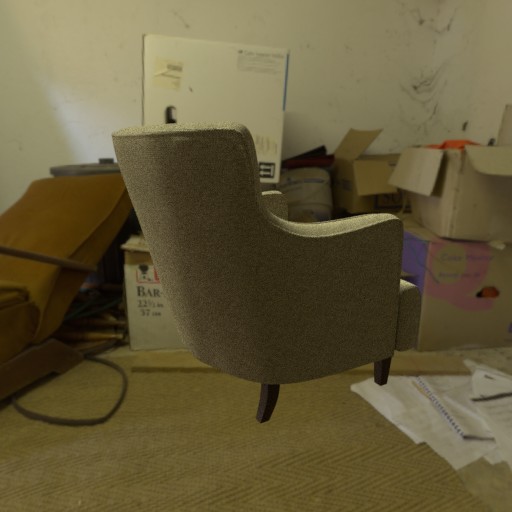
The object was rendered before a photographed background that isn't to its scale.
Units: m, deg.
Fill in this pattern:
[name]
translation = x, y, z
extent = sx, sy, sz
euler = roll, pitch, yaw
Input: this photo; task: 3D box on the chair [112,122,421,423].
[chair]
translation = 0.000, 0.000, 1.644
extent = 0.910, 0.920, 0.820
euler = -8, 17, -28
